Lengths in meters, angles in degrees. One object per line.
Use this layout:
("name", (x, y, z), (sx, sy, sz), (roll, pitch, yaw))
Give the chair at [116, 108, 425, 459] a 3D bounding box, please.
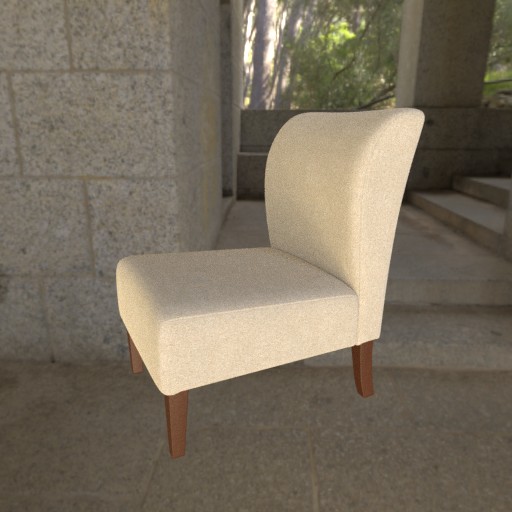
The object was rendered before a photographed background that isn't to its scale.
("chair", (0.000, 0.000, 1.319), (0.754, 0.833, 0.521), (-8, 18, -26))
